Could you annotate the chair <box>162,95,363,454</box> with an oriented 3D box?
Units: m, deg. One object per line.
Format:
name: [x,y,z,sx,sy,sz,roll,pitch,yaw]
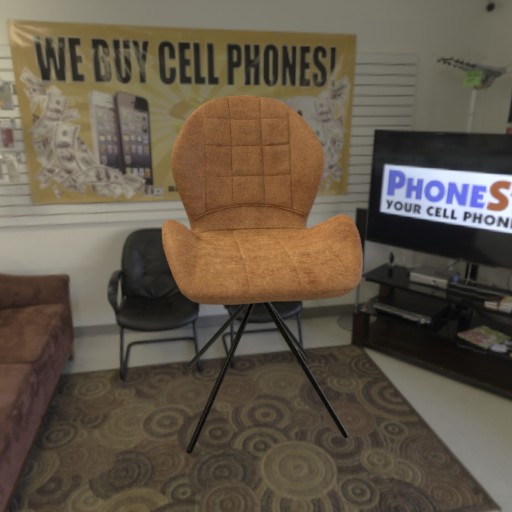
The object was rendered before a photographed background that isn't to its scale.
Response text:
chair: [0.000,0.000,1.321,0.527,0.929,0.640,-2,17,-8]
